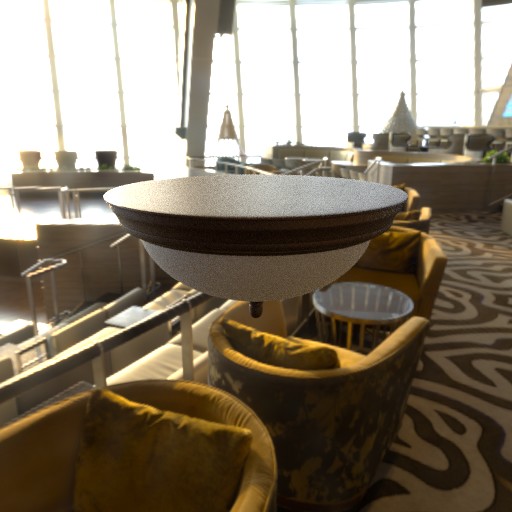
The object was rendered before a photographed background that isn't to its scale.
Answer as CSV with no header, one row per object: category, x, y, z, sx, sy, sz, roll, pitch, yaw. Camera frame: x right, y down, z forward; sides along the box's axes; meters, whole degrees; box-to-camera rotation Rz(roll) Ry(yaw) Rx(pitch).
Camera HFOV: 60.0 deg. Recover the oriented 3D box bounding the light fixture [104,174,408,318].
light fixture,0.000,0.000,0.447,0.280,0.135,0.280,0,16,0
